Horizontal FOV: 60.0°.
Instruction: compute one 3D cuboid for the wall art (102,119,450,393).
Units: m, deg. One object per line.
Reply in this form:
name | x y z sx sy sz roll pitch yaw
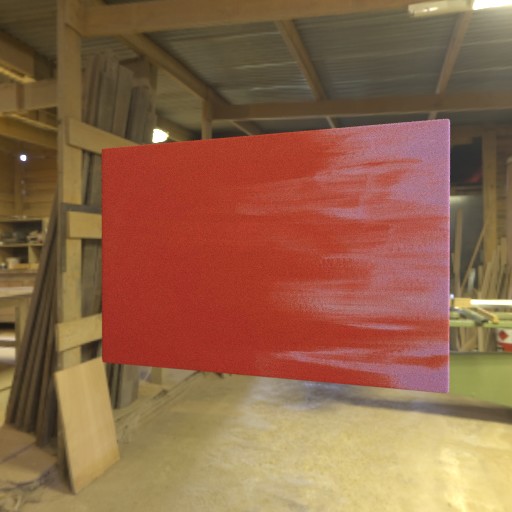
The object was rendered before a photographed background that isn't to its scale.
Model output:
wall art | 0.000 0.000 1.140 0.913 0.609 0.040 0 0 18
